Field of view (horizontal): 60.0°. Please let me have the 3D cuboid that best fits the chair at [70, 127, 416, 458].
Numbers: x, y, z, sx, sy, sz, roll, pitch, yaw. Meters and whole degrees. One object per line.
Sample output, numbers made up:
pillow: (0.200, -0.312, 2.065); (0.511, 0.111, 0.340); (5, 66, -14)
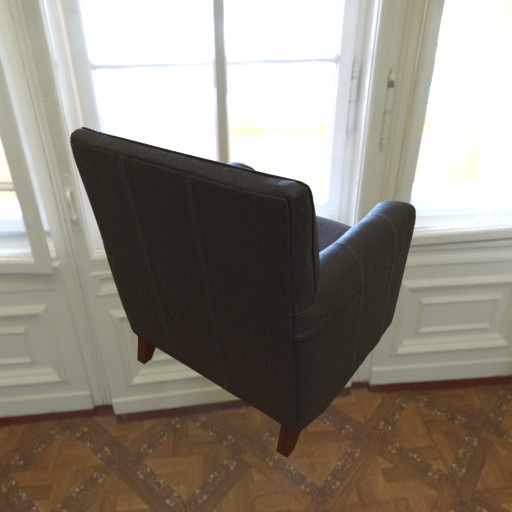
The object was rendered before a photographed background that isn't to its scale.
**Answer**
chair: (0.000, 0.000, 1.603); (0.870, 0.943, 0.825); (21, 36, 32)
